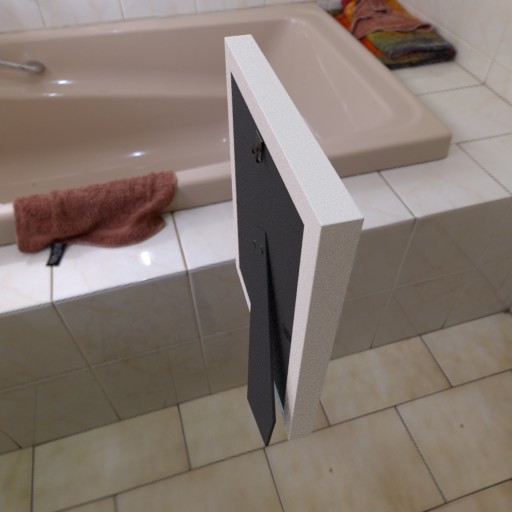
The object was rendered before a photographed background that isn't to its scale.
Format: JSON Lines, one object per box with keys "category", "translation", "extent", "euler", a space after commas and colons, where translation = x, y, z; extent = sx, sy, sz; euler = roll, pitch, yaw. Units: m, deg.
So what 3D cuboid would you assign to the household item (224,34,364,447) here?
{"category": "household item", "translation": [0.000, 0.000, 0.343], "extent": [0.045, 0.250, 0.200], "euler": [-11, 49, -10]}
